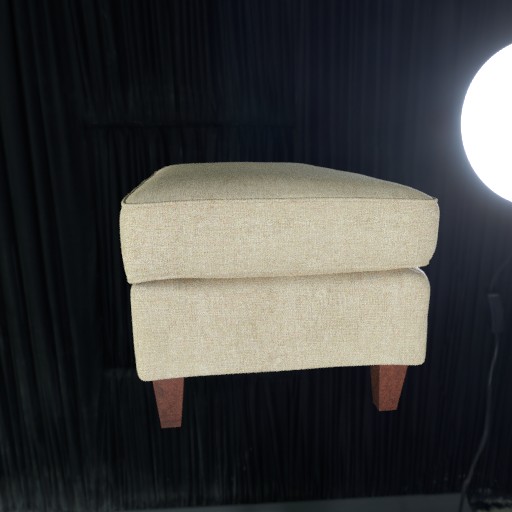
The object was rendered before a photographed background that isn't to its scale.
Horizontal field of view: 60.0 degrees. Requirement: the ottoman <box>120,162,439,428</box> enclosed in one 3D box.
[{"bbox_3d":[0.000,0.000,1.206,0.583,0.484,0.862,-2,14,-8],"label":"ottoman"}]
